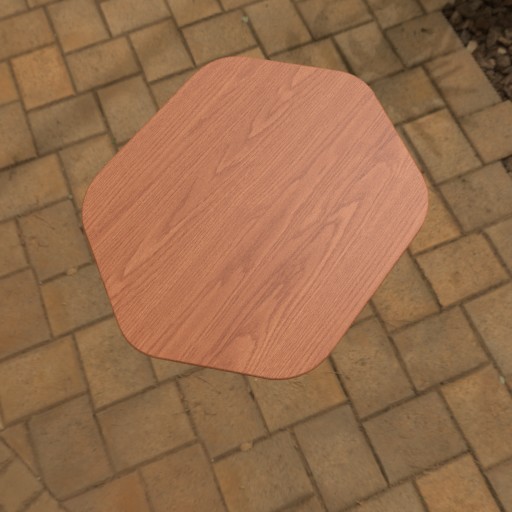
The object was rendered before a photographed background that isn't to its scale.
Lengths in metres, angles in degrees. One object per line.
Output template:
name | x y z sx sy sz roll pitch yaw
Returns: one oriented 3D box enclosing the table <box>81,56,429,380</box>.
table | 0.000 0.000 0.877 0.400 0.562 0.500 37 78 10
